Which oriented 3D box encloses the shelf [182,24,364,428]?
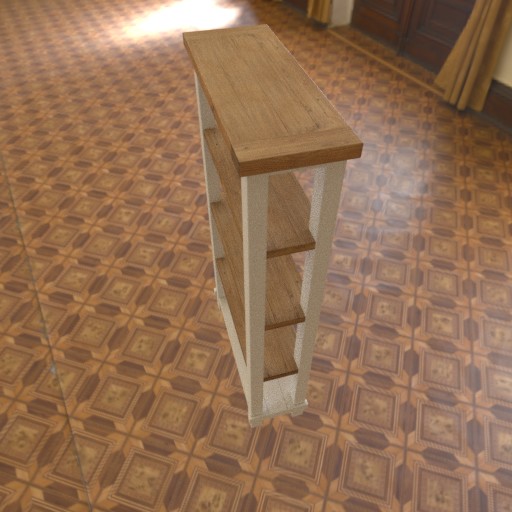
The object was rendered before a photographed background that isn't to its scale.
[{"bbox_3d":[0.000,0.000,2.291,0.381,1.878,1.022,-11,47,-11],"label":"shelf"}]
